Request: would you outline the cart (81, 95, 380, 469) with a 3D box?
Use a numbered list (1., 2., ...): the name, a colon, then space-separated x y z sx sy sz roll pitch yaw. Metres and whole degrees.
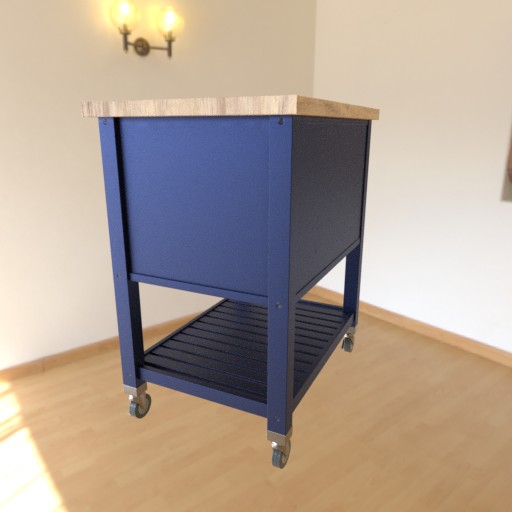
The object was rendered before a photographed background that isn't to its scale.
1. cart: 0.000 0.000 1.437 0.567 0.920 0.797 8 18 25
